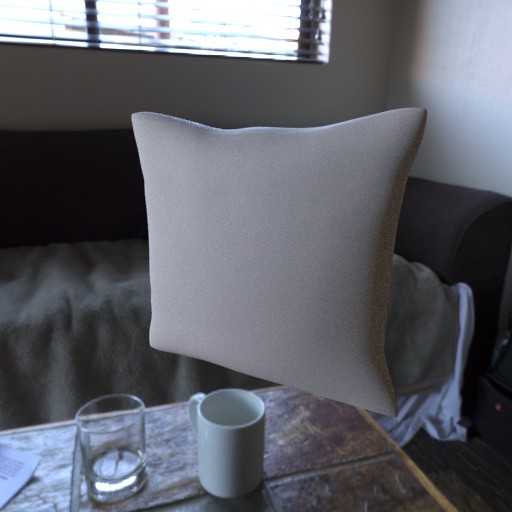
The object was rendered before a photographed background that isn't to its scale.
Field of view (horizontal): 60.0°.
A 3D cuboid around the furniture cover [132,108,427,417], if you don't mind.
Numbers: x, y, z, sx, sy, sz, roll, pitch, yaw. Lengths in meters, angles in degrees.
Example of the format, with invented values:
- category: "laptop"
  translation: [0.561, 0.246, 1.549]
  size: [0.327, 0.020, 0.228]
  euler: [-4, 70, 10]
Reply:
- category: "furniture cover"
  translation: [0.000, 0.000, 0.814]
  size: [0.552, 0.509, 0.193]
  euler: [9, 19, 27]
